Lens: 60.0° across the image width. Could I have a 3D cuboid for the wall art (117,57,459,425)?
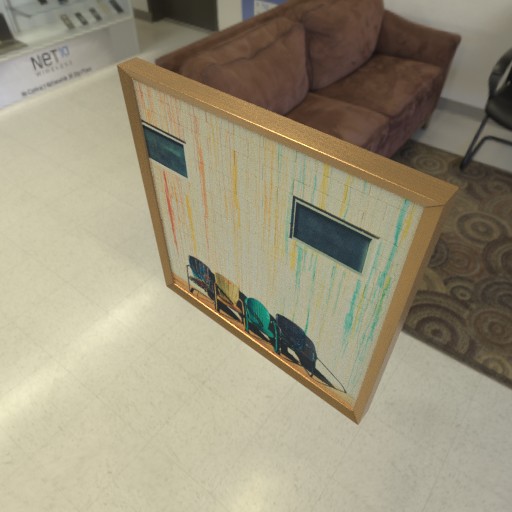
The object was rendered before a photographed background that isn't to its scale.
[{"bbox_3d":[0.000,0.000,0.732,0.505,0.505,0.037,31,53,26],"label":"wall art"}]
